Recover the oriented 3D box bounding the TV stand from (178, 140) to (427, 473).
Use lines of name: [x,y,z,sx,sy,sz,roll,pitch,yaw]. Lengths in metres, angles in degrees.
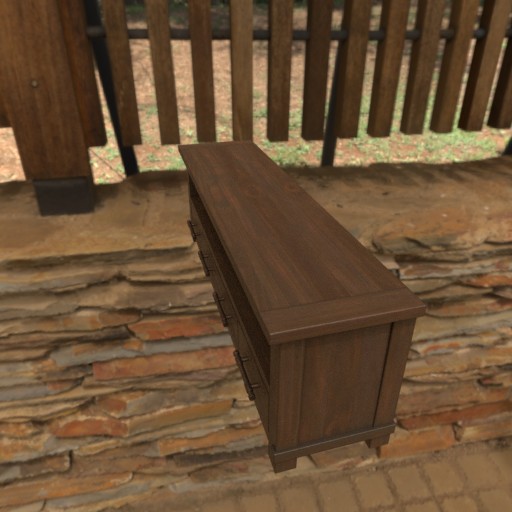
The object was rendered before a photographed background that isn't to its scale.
TV stand: [0.000,0.000,2.111,0.471,0.615,1.866,-8,30,-14]
